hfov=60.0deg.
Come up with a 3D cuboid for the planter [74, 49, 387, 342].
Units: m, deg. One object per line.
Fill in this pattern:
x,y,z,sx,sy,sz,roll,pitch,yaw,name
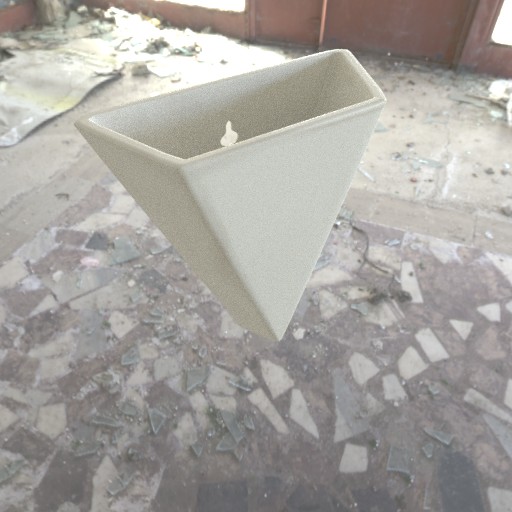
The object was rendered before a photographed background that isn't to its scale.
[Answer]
0.000,0.000,0.269,0.150,0.197,0.060,-24,50,-22,planter
